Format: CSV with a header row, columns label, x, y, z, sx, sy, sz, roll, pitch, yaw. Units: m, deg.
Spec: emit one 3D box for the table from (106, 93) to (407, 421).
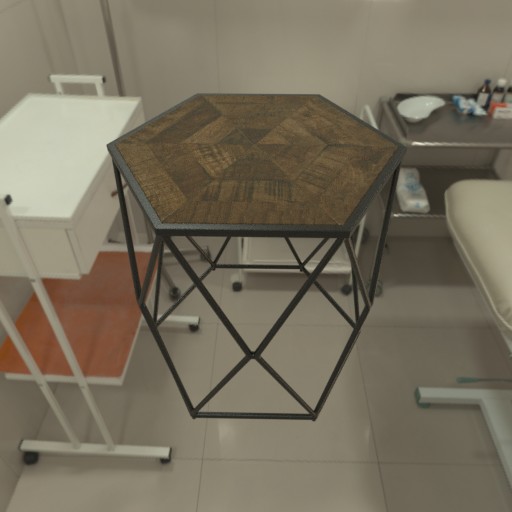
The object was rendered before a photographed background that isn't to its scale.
label,x,y,z,sx,sy,sz,roll,pitch,yaw
table,0.000,0.000,1.036,0.578,0.564,0.579,1,41,1
